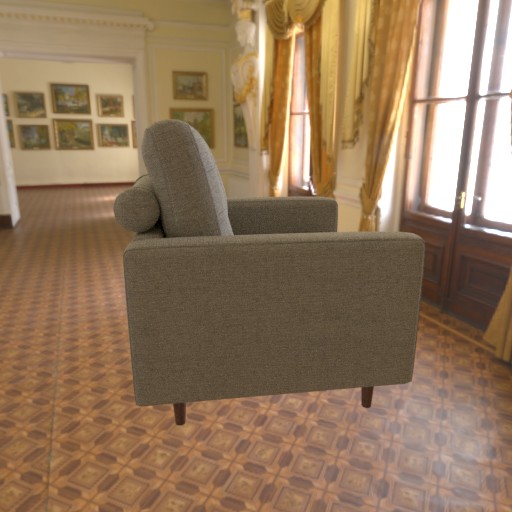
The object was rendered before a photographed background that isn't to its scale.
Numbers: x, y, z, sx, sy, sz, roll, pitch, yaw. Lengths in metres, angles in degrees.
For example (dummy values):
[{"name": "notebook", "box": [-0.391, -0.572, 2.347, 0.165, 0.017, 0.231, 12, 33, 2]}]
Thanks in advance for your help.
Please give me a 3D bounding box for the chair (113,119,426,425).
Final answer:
[{"name": "chair", "box": [0.000, 0.000, 1.524, 0.843, 0.880, 0.821, -2, 15, -8]}]
